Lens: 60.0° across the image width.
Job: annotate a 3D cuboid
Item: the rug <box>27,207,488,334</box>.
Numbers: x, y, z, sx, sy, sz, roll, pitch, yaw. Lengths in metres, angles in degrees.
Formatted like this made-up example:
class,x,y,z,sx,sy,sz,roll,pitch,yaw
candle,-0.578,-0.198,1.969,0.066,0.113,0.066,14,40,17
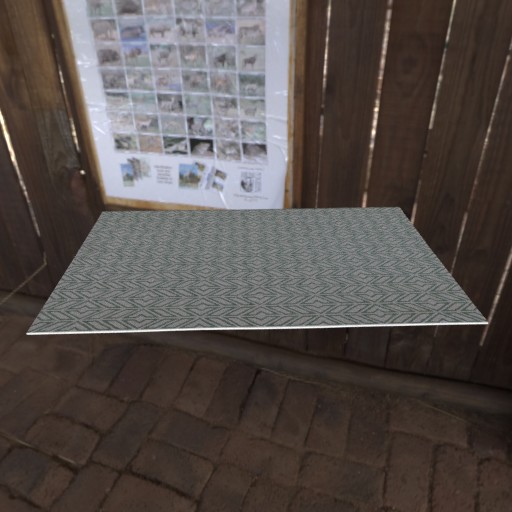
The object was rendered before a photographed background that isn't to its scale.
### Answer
class,x,y,z,sx,sy,sz,roll,pitch,yaw
rug,0.000,0.000,2.987,2.435,0.011,1.517,-1,30,-2
